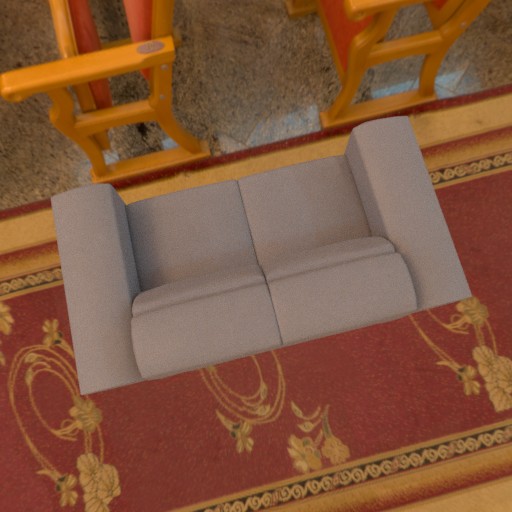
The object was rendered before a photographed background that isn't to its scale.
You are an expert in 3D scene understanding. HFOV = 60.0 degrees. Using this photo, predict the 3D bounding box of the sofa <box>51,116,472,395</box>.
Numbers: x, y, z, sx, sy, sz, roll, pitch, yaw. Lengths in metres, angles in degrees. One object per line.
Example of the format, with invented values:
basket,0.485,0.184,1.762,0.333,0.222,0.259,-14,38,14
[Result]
sofa,0.000,0.000,2.372,1.895,0.779,1.003,-14,78,-3
